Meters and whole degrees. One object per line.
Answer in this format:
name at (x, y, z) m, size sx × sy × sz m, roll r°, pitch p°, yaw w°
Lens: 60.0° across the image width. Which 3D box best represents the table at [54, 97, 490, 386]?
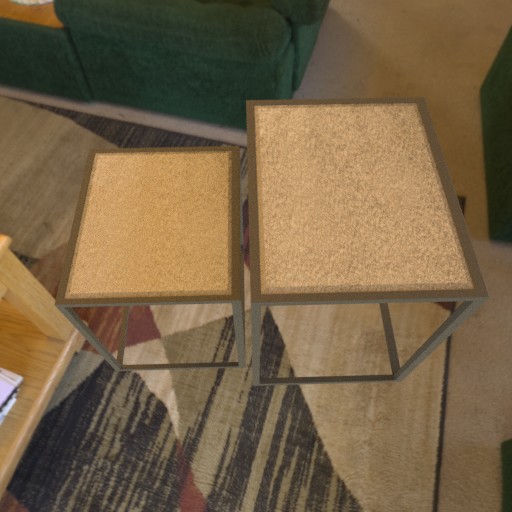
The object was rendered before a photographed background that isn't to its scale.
table at (0.000, 0.000, 1.115) m, size 0.788 × 0.540 × 0.508 m, roll -1°, pitch 59°, yaw -1°
